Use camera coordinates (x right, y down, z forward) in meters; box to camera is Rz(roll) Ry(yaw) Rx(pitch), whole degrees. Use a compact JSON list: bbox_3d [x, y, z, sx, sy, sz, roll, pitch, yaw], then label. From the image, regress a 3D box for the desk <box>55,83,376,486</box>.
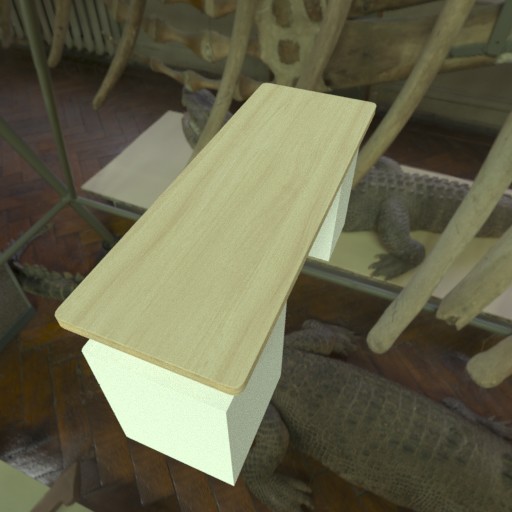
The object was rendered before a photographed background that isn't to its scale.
[{"bbox_3d":[0.000,0.000,1.849,0.550,0.755,1.500,17,48,16],"label":"desk"}]
